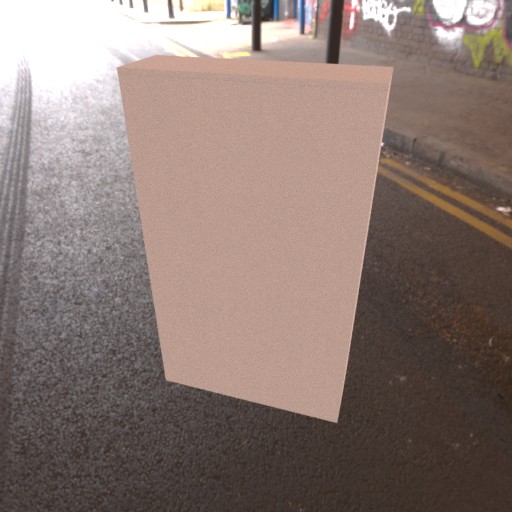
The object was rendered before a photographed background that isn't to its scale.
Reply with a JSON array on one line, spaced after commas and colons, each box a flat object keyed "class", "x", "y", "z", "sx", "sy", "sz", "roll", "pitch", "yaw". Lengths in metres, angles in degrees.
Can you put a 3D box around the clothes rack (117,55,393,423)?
[{"class": "clothes rack", "x": 0.000, "y": 0.000, "z": 1.608, "sx": 0.750, "sy": 1.280, "sz": 0.250, "roll": 9, "pitch": 34, "yaw": 14}]
